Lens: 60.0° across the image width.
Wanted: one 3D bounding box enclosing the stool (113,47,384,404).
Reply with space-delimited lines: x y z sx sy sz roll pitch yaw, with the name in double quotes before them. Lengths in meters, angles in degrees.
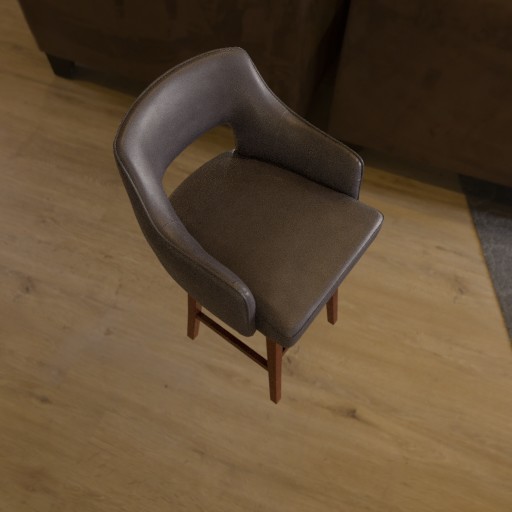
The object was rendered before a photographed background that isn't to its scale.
"stool" 0.000 0.000 1.362 0.560 1.041 0.550 33 64 19
